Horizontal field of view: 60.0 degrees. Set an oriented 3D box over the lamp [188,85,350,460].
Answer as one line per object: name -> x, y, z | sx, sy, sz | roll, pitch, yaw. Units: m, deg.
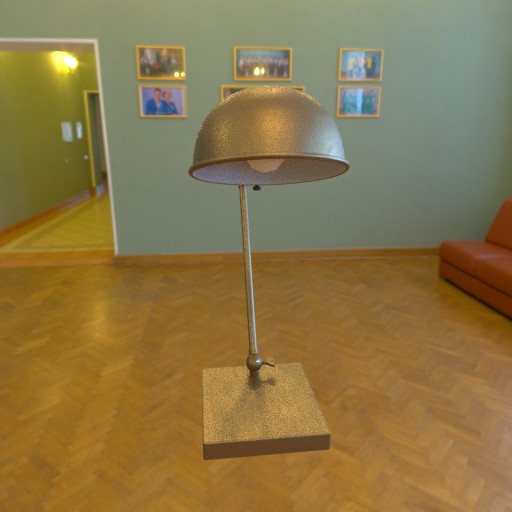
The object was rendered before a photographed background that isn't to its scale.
lamp -> 0.000, 0.000, 0.540 | 0.149, 0.371, 0.339 | -2, 16, -7
